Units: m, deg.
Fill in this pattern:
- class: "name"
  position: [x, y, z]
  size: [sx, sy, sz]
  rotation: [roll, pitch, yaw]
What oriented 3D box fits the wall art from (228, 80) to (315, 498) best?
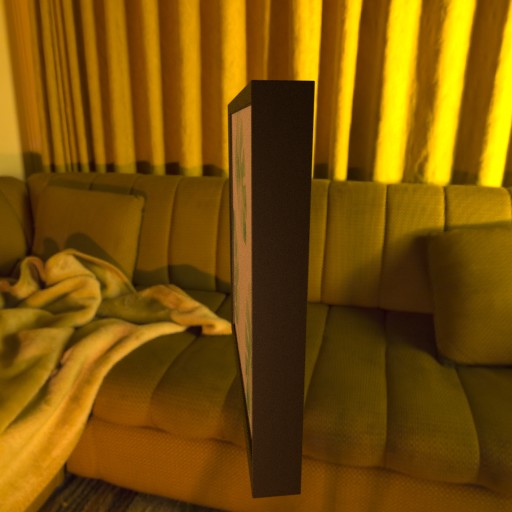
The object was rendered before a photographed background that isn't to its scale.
- class: "wall art"
  position: [0.000, 0.000, 0.449]
  size: [0.038, 0.304, 0.304]
  rotation: [-2, 16, -6]
